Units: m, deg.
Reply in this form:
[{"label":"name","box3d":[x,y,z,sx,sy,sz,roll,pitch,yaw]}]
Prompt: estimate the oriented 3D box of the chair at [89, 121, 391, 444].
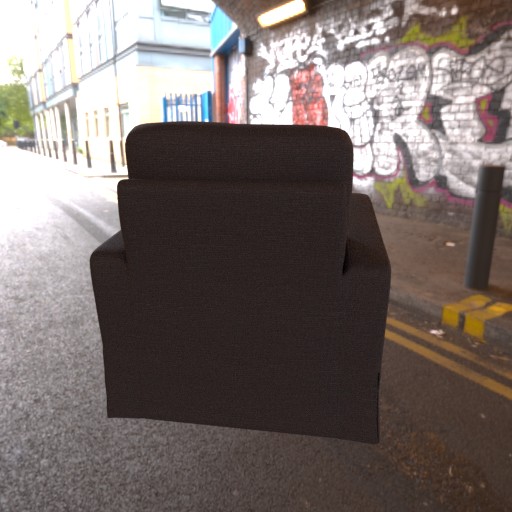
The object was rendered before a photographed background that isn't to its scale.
[{"label":"chair","box3d":[0.000,0.000,1.494,0.798,0.855,0.863,2,15,9]}]
